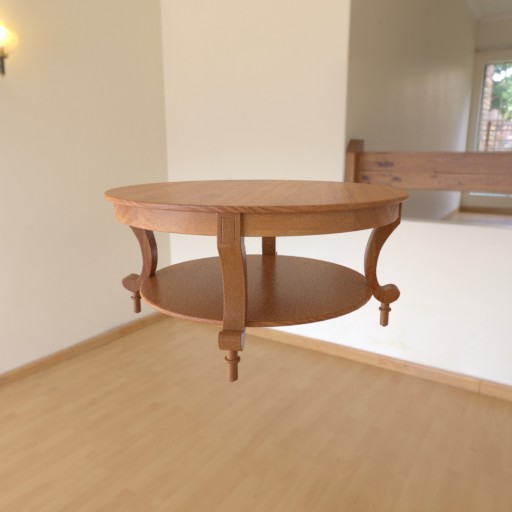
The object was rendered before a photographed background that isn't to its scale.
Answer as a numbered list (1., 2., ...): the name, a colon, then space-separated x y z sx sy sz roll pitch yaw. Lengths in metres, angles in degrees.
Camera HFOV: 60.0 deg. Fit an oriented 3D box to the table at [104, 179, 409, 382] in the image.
1. table: 0.000 0.000 1.626 1.029 0.490 1.029 0 13 0
